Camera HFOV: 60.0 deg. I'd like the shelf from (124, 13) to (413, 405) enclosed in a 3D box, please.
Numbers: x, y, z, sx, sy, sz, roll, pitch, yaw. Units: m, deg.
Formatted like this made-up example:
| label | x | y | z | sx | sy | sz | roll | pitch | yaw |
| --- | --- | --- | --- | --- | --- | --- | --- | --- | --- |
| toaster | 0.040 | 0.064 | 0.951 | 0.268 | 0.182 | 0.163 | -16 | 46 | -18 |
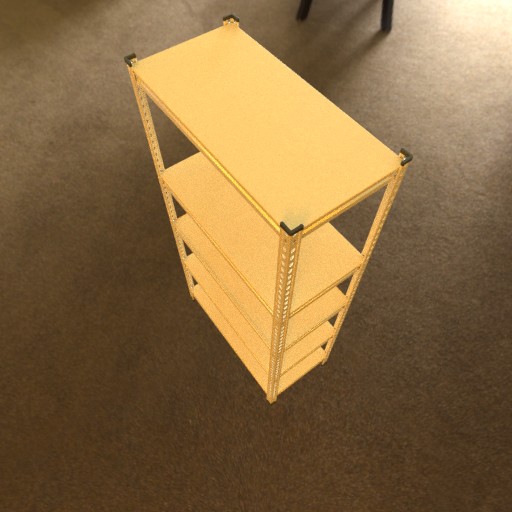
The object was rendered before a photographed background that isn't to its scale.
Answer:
| label | x | y | z | sx | sy | sz | roll | pitch | yaw |
| --- | --- | --- | --- | --- | --- | --- | --- | --- | --- |
| shelf | 0.000 | 0.000 | 2.168 | 0.457 | 1.829 | 0.914 | -32 | 64 | -18 |
